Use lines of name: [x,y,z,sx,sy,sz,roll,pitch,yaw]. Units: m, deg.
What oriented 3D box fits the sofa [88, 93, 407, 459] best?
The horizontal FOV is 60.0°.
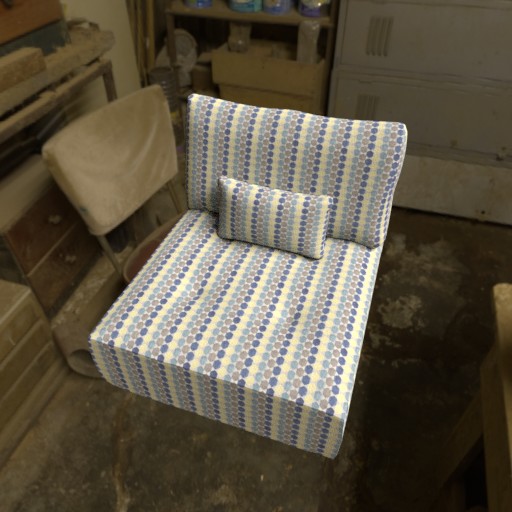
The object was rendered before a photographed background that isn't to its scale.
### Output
sofa: [0.000,0.000,1.720,0.930,0.830,1.000,13,44,14]
